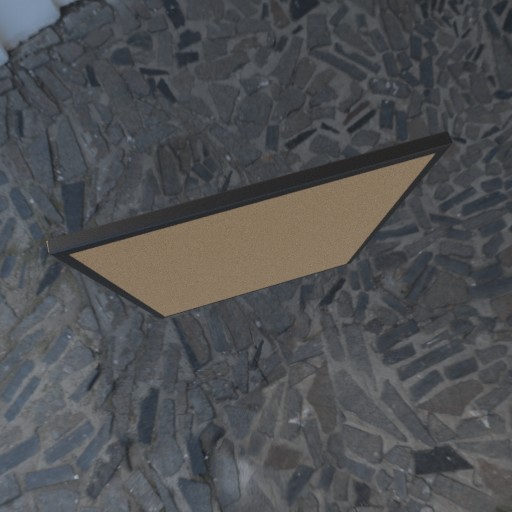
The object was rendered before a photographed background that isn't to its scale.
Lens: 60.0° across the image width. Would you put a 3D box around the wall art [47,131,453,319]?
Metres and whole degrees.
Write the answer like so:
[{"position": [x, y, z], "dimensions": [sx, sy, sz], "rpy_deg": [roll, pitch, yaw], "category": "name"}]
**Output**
[{"position": [0.000, 0.000, 0.788], "dimensions": [0.481, 0.582, 0.018], "rpy_deg": [-16, 76, -4], "category": "wall art"}]
